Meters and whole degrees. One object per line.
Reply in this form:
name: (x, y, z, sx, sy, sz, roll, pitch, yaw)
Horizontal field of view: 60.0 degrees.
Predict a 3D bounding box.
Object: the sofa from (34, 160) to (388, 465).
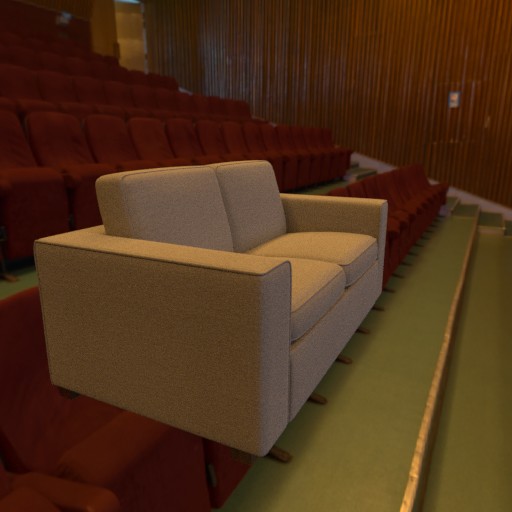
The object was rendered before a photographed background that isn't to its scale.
sofa: (0.000, 0.000, 2.312, 1.007, 0.924, 1.812, 7, 16, 26)
